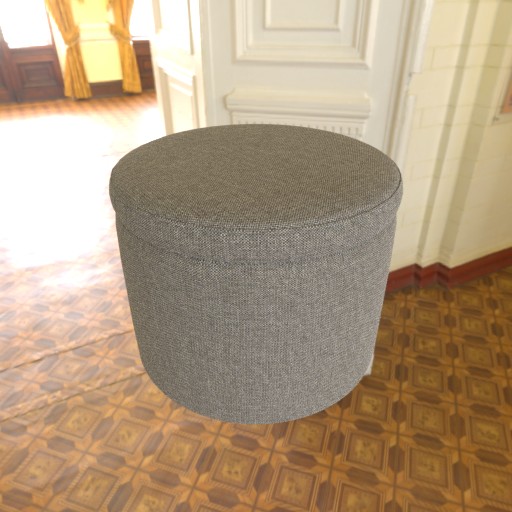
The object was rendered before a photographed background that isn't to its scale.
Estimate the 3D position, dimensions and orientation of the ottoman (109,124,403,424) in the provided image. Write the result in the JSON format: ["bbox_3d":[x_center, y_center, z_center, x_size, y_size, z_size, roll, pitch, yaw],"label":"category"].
[{"bbox_3d":[0.000,0.000,0.902,0.520,0.430,0.520,0,32,0],"label":"ottoman"}]
